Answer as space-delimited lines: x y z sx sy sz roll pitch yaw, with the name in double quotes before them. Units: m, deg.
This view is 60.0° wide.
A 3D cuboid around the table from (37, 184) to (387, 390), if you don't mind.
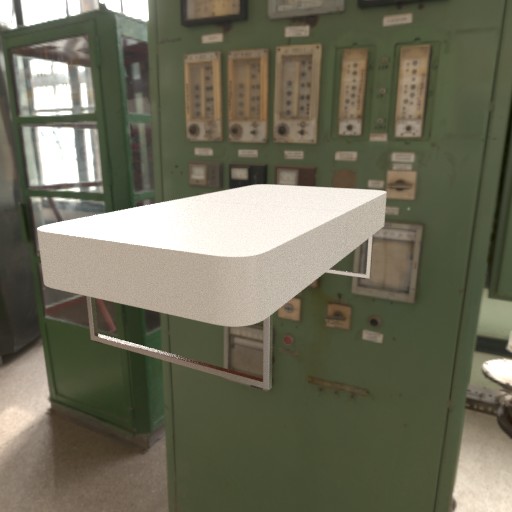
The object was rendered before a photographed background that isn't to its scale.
"table" 0.000 0.000 1.463 0.600 0.340 1.200 8 17 27
